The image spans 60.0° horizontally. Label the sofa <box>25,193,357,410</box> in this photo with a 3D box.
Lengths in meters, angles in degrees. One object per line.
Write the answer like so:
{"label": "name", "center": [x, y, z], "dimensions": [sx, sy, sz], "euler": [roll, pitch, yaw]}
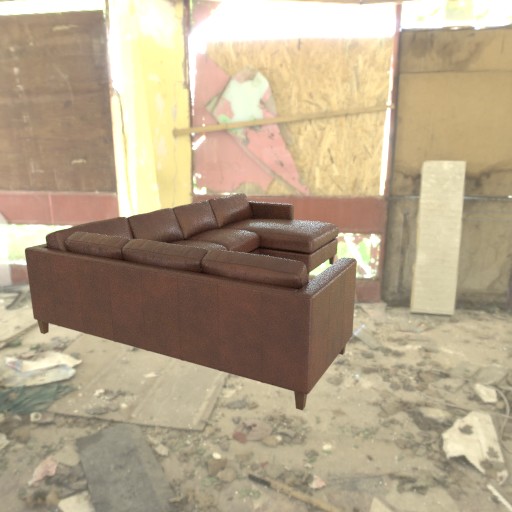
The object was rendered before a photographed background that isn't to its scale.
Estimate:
{"label": "sofa", "center": [0.000, 0.000, 4.476], "dimensions": [2.452, 0.891, 3.324], "euler": [8, 16, 27]}
